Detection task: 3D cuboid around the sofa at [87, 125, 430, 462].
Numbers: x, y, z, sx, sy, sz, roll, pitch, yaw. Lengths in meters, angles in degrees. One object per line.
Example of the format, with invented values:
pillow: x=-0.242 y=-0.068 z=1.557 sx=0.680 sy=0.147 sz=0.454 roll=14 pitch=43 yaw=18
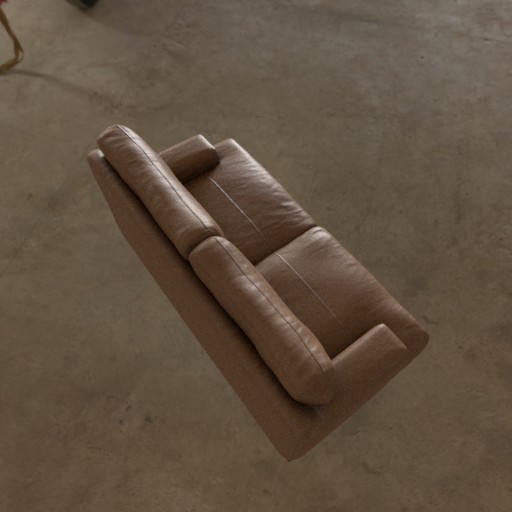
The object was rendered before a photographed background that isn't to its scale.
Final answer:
sofa: x=0.000 y=0.000 z=2.449 sx=0.962 sy=0.980 sz=1.855 roll=-33 pitch=64 yaw=-18
